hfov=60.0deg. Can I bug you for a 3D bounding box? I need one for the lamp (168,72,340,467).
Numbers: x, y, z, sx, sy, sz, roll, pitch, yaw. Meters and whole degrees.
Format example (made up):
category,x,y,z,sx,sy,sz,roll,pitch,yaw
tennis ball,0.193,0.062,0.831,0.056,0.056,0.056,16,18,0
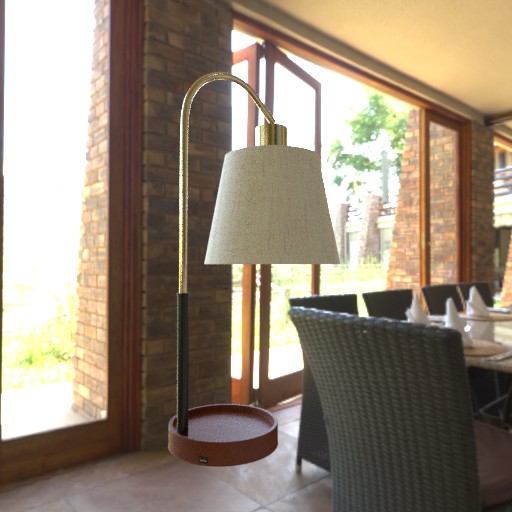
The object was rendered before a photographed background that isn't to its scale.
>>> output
category,x,y,z,sx,sy,sz,roll,pitch,yaw
lamp,0.000,0.000,0.677,0.273,0.536,0.211,1,-1,-37
